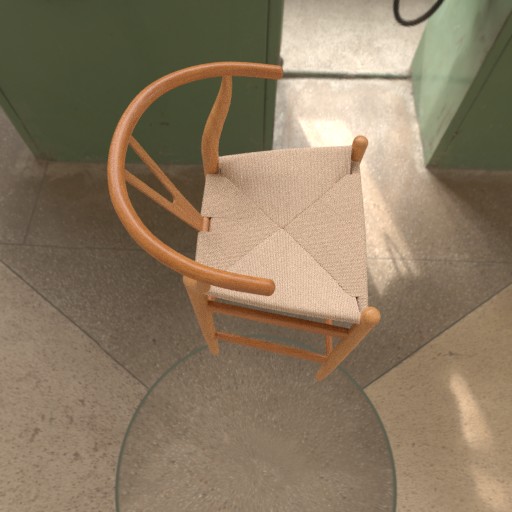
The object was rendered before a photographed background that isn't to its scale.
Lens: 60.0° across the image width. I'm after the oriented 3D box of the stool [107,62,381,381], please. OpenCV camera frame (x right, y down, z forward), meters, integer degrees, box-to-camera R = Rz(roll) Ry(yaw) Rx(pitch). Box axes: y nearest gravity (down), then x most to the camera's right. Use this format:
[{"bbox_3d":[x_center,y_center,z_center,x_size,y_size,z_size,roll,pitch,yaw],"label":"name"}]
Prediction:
[{"bbox_3d":[0.000,0.000,1.300,0.579,0.970,0.569,3,64,1],"label":"stool"}]
